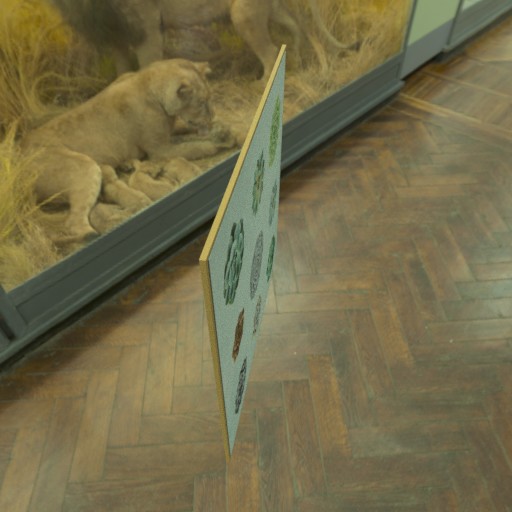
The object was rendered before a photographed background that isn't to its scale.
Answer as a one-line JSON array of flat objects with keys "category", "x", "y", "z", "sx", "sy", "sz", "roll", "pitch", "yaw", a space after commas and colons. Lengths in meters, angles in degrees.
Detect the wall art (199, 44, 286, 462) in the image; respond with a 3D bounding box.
[{"category": "wall art", "x": 0.000, "y": 0.000, "z": 1.429, "sx": 0.013, "sy": 0.959, "sz": 0.962, "roll": 8, "pitch": 47, "yaw": 8}]
